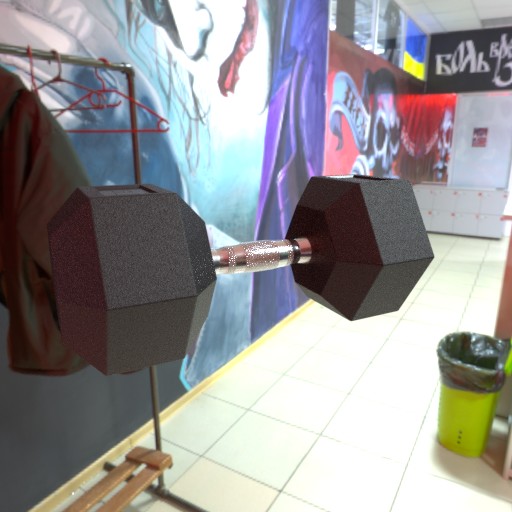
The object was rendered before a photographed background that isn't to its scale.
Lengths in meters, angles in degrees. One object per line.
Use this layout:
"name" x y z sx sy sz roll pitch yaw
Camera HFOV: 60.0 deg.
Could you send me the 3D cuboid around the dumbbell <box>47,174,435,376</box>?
"dumbbell" 0.000 0.000 0.325 0.271 0.106 0.122 -7 17 -26
